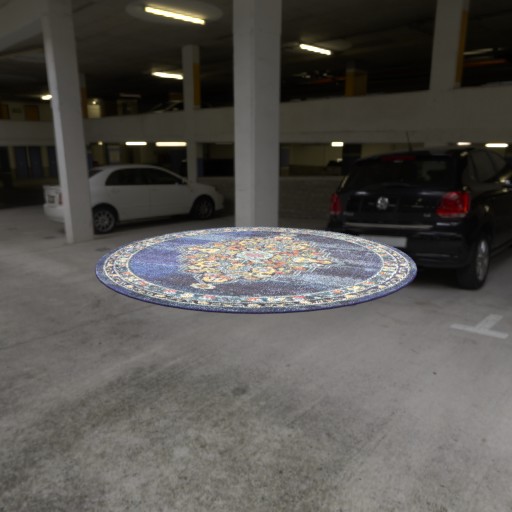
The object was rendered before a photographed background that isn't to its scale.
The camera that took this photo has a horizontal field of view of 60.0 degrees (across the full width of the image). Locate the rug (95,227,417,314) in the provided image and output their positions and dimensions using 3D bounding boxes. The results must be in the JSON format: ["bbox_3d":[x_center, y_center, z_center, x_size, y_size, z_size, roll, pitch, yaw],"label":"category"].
[{"bbox_3d":[0.000,0.000,2.319,1.591,0.010,1.591,0,15,0],"label":"rug"}]
